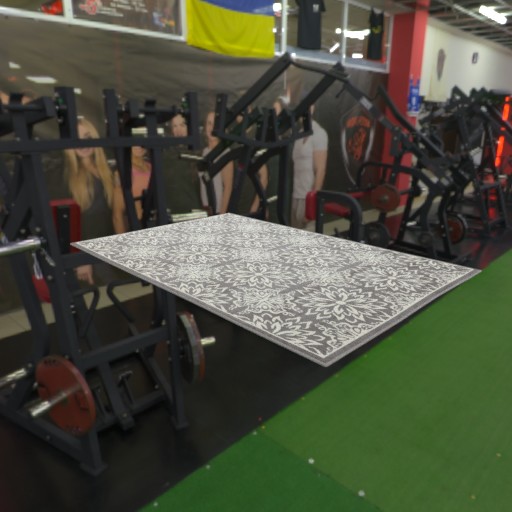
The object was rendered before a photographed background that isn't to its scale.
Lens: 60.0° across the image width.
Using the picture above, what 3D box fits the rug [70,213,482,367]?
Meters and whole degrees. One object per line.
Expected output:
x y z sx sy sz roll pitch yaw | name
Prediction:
0.000 0.000 2.347 1.224 0.012 1.847 -16 24 -42 | rug
